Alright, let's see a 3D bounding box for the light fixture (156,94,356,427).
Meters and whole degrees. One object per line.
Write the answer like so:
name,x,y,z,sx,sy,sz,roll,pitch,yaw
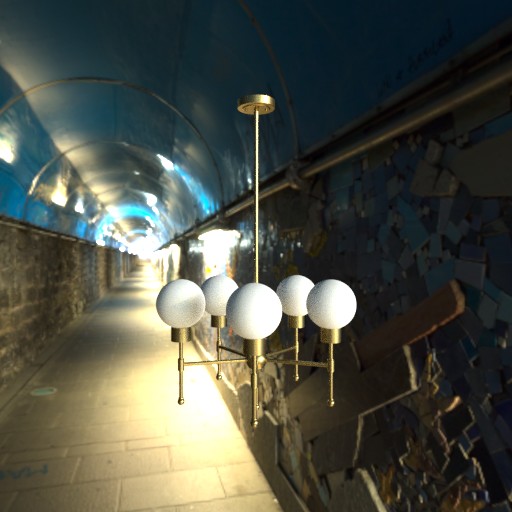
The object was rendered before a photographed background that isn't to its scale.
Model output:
light fixture,0.000,0.000,1.879,0.815,1.331,0.785,0,0,2
